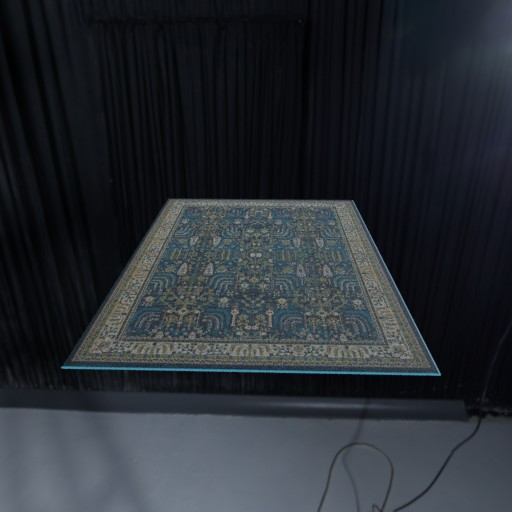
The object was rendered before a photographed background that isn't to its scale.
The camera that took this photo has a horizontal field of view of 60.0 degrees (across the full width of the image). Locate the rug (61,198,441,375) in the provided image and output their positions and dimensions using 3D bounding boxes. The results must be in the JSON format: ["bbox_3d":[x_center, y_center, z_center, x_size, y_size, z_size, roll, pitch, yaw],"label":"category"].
[{"bbox_3d":[0.000,0.000,3.954,2.226,0.015,3.044,1,26,1],"label":"rug"}]
